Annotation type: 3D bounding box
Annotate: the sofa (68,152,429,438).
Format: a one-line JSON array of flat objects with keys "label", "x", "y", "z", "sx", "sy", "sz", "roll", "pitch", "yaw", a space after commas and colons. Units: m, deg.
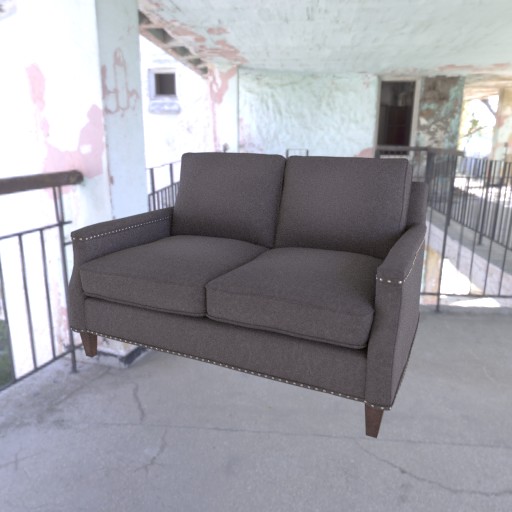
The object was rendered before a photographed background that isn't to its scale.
[{"label": "sofa", "x": 0.000, "y": 0.000, "z": 2.273, "sx": 1.597, "sy": 1.003, "sz": 1.084, "roll": 7, "pitch": 17, "yaw": 25}]
